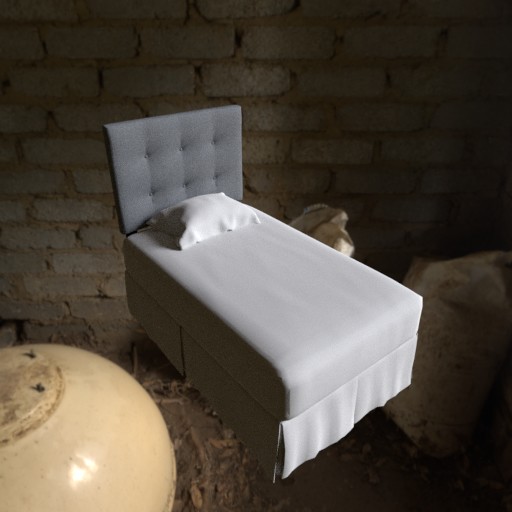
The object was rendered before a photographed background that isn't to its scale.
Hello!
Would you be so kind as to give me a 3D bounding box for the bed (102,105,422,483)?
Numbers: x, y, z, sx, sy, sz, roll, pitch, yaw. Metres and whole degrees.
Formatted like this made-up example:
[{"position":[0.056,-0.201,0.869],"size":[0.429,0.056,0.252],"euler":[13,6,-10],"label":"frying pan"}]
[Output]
[{"position":[0.000,0.000,3.022],"size":[1.261,1.571,1.997],"euler":[-21,36,-32],"label":"bed"}]
